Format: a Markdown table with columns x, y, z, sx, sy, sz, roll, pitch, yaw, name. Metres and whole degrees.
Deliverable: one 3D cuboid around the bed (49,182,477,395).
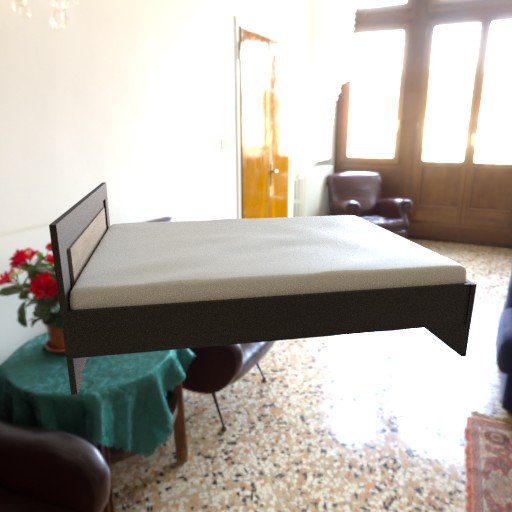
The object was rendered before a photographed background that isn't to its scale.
| x | y | z | sx | sy | sz | roll | pitch | yaw | name |
| --- | --- | --- | --- | --- | --- | --- | --- | --- | --- |
| 0.000 | 0.000 | 2.908 | 2.073 | 0.823 | 1.585 | -3 | 16 | -10 | bed |
